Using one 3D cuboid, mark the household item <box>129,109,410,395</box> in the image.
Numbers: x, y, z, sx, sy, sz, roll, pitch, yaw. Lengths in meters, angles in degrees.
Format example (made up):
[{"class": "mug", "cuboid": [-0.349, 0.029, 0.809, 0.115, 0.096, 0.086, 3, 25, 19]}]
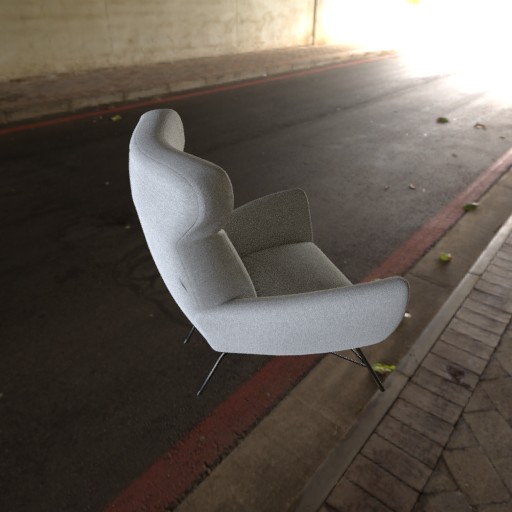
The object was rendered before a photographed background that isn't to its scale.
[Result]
[{"class": "household item", "cuboid": [0.000, 0.000, 1.814, 0.900, 1.050, 0.980, -9, 31, -16]}]
